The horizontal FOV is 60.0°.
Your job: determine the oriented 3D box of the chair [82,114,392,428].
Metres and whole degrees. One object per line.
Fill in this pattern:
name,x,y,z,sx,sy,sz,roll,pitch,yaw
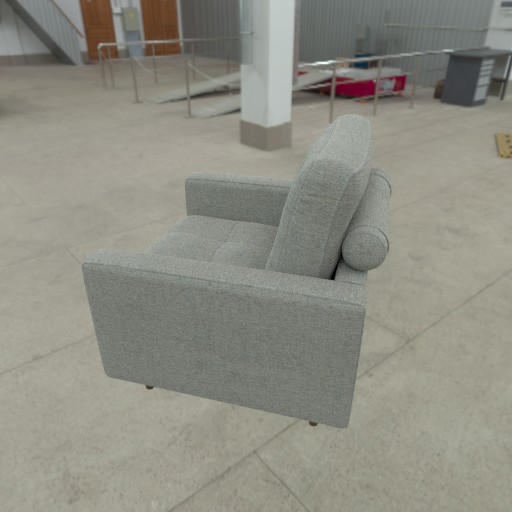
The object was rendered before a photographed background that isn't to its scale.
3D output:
chair,0.000,0.000,1.535,0.843,0.880,0.821,8,30,14
